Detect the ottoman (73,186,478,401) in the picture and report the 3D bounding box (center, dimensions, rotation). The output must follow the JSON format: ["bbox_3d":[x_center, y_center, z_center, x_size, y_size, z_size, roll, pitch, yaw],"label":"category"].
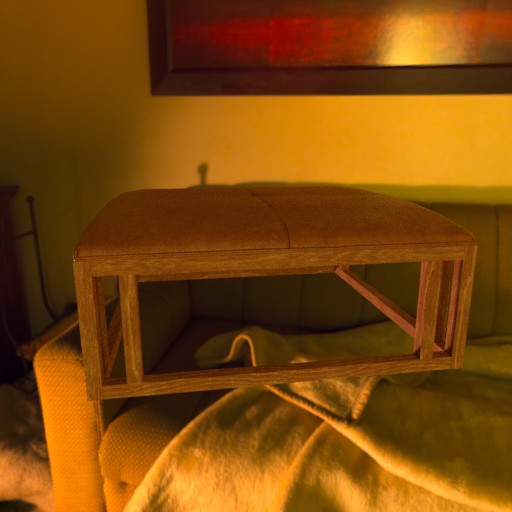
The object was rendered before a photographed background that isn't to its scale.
[{"bbox_3d":[0.000,0.000,1.594,1.016,0.442,1.013,-2,14,-9],"label":"ottoman"}]
